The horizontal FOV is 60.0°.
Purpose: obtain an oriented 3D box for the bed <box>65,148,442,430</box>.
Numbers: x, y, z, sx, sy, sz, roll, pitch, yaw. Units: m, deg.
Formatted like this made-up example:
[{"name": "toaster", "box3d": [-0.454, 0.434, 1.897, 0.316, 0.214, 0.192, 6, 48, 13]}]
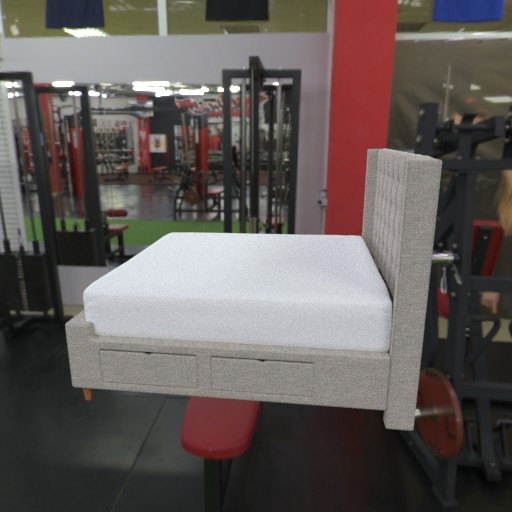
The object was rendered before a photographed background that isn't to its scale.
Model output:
[{"name": "bed", "box3d": [0.000, 0.000, 3.780, 2.372, 1.748, 2.044, 2, 15, 7]}]
